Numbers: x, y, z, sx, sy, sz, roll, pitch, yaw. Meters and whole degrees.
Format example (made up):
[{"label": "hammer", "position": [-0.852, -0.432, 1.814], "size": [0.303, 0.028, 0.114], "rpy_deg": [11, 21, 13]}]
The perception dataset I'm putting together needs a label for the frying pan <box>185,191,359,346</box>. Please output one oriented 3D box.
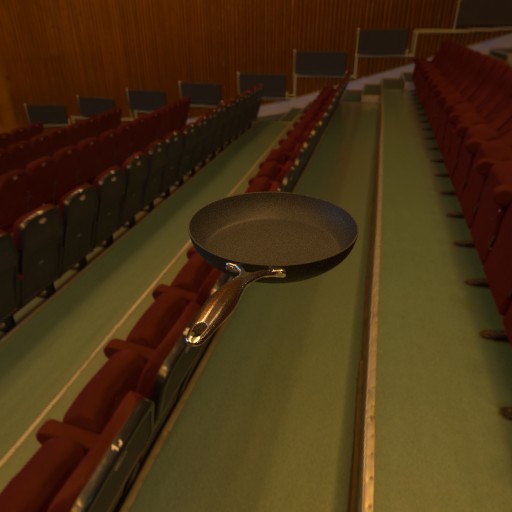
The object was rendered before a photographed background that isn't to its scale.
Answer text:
[{"label": "frying pan", "position": [0.000, 0.000, 0.580], "size": [0.255, 0.105, 0.472], "rpy_deg": [7, 30, 12]}]
